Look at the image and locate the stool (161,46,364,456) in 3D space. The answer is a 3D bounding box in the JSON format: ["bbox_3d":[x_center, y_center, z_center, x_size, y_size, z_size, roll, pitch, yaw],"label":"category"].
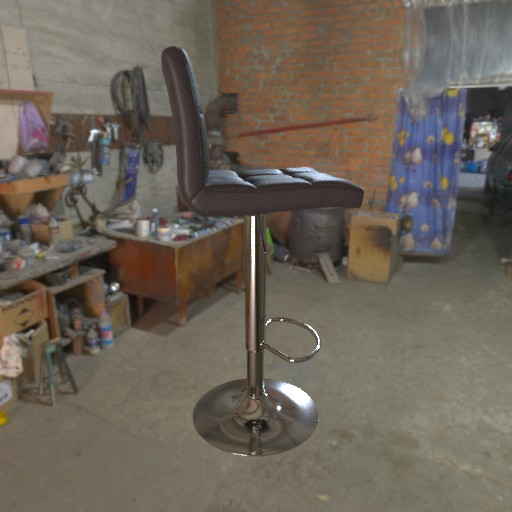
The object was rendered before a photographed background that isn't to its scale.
[{"bbox_3d":[0.000,0.000,1.358,0.505,1.115,0.430,-3,16,-9],"label":"stool"}]
